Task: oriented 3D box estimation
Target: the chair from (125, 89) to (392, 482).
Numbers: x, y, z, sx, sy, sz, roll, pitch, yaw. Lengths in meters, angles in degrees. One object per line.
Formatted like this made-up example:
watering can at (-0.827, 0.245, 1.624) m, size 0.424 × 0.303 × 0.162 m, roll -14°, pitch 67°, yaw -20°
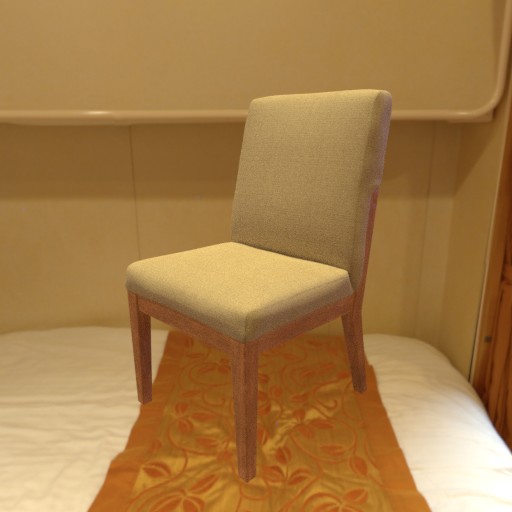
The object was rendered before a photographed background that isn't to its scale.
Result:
chair at (0.000, 0.000, 1.272) m, size 0.507 × 0.911 × 0.586 m, roll 15°, pitch 21°, yaw 42°
